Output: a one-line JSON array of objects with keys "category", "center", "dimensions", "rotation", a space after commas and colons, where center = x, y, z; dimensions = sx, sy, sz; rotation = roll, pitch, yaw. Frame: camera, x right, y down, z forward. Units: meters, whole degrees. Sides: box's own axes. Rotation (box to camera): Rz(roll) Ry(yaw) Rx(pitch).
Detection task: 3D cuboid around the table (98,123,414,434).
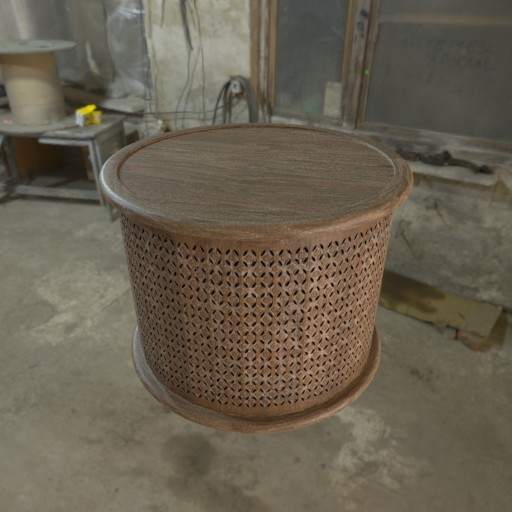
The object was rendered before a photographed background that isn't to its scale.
[{"category": "table", "center": [0.000, 0.000, 1.001], "dimensions": [0.607, 0.450, 0.607], "rotation": [0, 31, 0]}]
